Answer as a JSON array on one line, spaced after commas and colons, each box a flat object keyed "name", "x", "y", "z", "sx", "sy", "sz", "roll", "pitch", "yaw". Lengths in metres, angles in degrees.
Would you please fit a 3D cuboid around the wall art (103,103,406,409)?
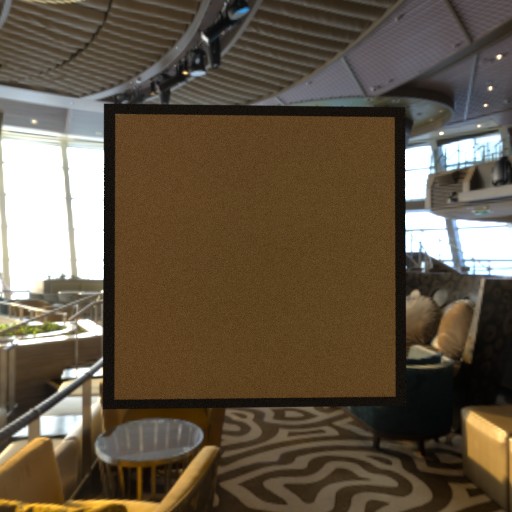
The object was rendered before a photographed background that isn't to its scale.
[{"name": "wall art", "x": 0.000, "y": 0.000, "z": 0.760, "sx": 0.508, "sy": 0.507, "sz": 0.033, "roll": 0, "pitch": -1, "yaw": -2}]
